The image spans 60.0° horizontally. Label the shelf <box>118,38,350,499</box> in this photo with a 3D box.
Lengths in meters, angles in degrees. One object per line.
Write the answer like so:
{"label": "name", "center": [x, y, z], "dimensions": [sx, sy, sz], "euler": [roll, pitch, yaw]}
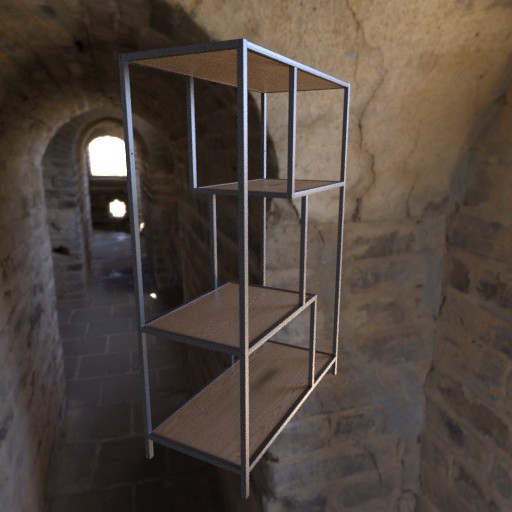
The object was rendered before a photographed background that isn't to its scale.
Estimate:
{"label": "shelf", "center": [0.000, 0.000, 1.464], "dimensions": [0.350, 1.138, 0.770], "euler": [7, 16, 27]}
